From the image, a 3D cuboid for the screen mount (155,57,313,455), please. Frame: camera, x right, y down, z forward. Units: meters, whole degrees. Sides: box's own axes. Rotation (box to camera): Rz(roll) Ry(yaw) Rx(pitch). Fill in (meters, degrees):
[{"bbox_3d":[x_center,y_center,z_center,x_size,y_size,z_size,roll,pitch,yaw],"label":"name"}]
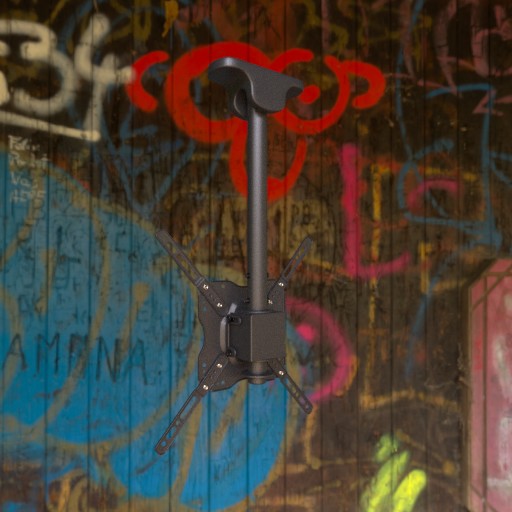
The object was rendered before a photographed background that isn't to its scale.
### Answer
[{"bbox_3d":[0.000,0.000,0.893,0.393,0.729,0.090,1,-1,-37],"label":"screen mount"}]
